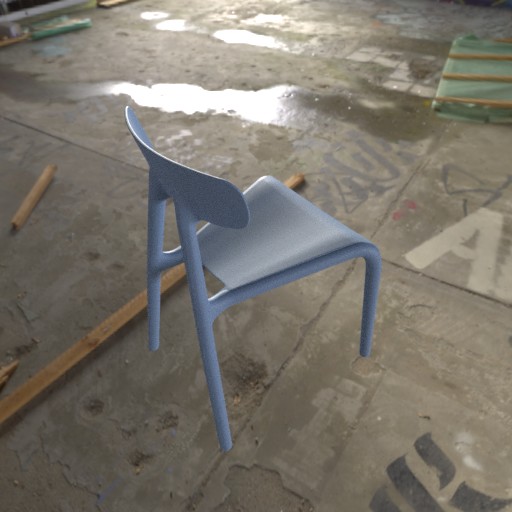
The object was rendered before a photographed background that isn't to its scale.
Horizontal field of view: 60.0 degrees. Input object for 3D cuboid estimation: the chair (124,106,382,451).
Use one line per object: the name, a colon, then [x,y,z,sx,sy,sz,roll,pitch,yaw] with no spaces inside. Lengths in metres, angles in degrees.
chair: [0.000,0.000,0.845,0.401,0.580,0.356,-27,49,-27]
